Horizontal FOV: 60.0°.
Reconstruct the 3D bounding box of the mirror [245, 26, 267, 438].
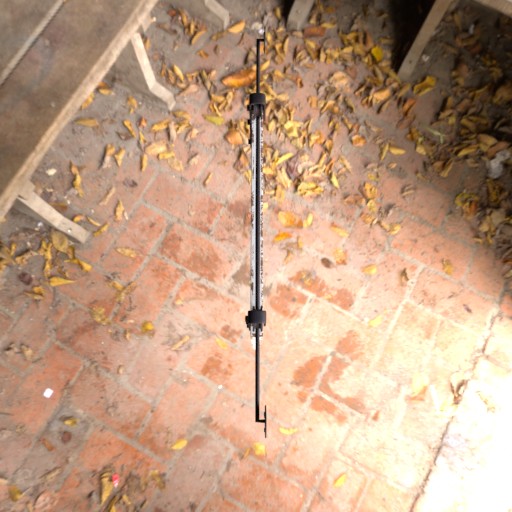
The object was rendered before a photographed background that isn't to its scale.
[{"bbox_3d":[0.000,0.000,1.199,0.037,0.844,0.808,0,76,0],"label":"mirror"}]
